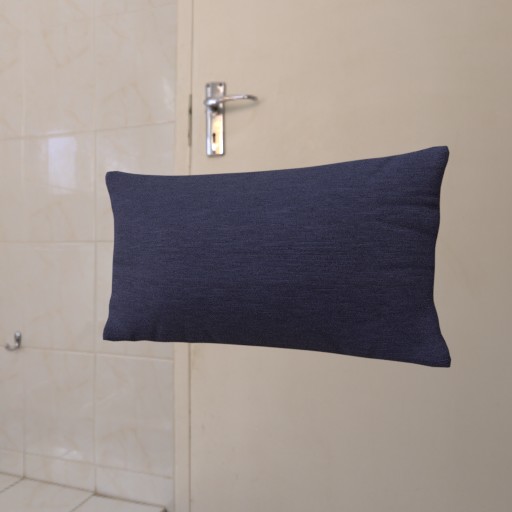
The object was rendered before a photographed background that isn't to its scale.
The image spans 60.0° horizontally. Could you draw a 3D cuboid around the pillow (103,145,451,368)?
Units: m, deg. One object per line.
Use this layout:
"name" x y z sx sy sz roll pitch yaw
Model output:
"pillow" 0.000 0.000 0.785 0.633 0.338 0.210 0 0 20
